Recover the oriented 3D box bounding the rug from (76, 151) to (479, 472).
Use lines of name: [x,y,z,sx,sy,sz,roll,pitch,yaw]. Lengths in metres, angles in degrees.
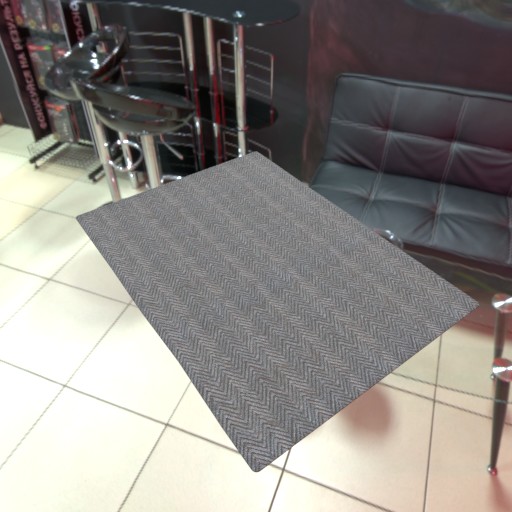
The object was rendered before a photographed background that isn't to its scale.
rug: [0.000,0.000,5.152,2.894,0.011,3.957,-26,48,-26]
